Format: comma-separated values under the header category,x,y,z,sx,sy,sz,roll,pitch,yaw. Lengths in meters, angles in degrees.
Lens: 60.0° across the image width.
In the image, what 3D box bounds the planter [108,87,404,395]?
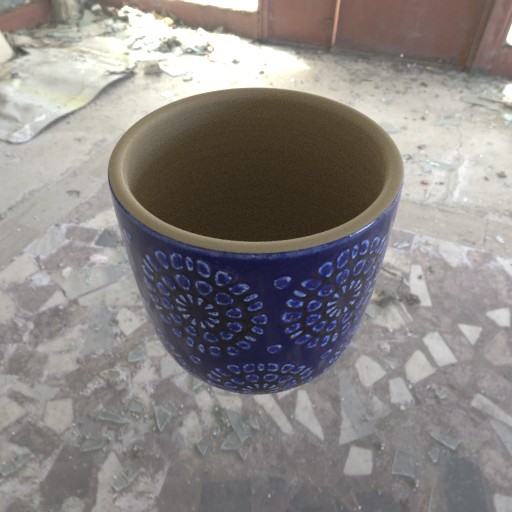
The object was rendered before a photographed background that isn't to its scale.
category,x,y,z,sx,sy,sz,roll,pitch,yaw
planter,0.000,0.000,0.204,0.109,0.112,0.109,0,45,0
